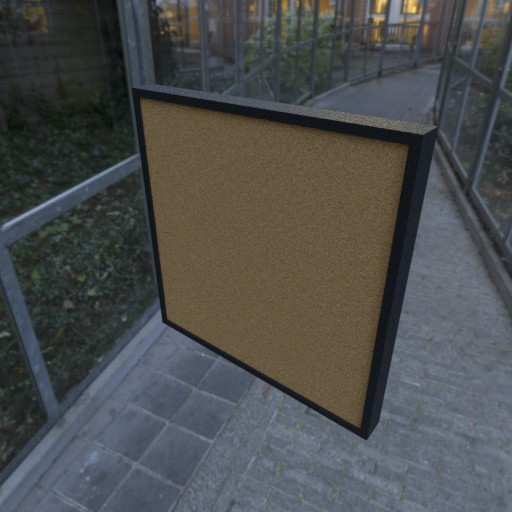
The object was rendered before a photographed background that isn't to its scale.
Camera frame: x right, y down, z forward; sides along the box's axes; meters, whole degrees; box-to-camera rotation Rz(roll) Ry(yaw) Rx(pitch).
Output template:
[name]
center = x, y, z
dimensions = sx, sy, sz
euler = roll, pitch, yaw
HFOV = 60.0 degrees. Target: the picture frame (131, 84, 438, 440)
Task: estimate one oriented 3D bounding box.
[picture frame]
center = 0.000, 0.000, 0.478
dimensions = 0.317, 0.317, 0.030
euler = 21, 36, 33
